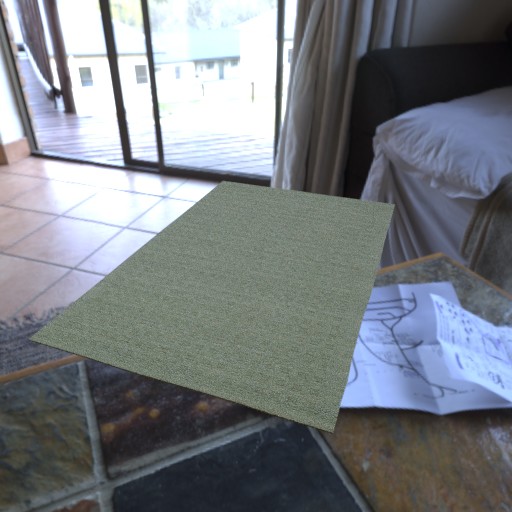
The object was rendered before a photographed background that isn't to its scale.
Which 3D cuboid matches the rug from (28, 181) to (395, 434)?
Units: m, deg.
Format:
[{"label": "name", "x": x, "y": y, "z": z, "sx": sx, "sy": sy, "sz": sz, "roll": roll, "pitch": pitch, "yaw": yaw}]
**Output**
[{"label": "rug", "x": 0.000, "y": 0.000, "z": 2.164, "sx": 1.143, "sy": 0.006, "sz": 1.747, "roll": 11, "pitch": 32, "yaw": 18}]
